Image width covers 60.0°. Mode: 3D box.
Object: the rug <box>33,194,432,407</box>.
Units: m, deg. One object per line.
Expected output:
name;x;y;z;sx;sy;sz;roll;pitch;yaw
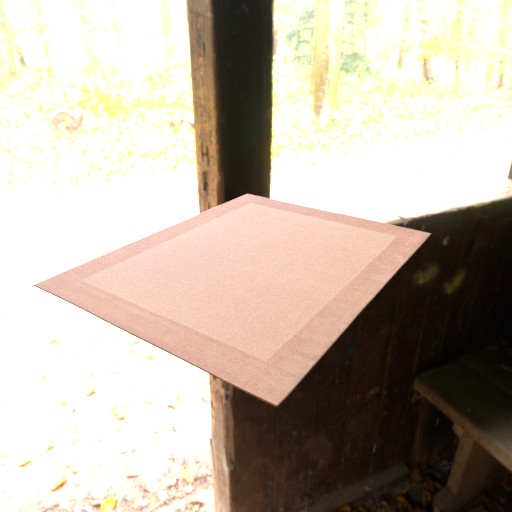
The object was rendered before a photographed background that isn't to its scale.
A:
rug;0.000;0.000;4.210;2.431;0.021;3.057;17;30;31
